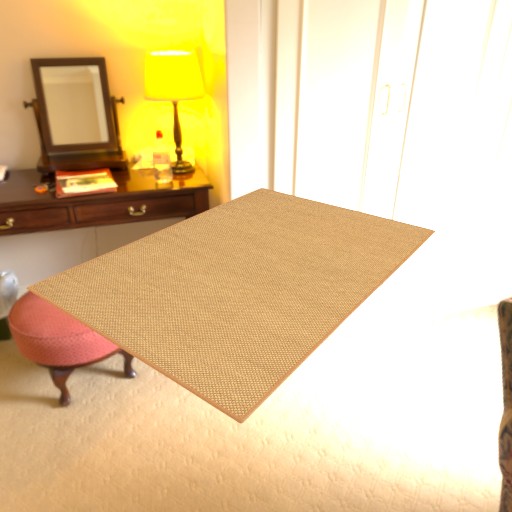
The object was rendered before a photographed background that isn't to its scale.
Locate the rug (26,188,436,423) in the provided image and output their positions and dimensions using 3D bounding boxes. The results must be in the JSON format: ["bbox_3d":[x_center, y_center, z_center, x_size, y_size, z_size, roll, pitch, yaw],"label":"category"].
[{"bbox_3d":[0.000,0.000,2.745,1.524,0.013,2.134,20,33,33],"label":"rug"}]
